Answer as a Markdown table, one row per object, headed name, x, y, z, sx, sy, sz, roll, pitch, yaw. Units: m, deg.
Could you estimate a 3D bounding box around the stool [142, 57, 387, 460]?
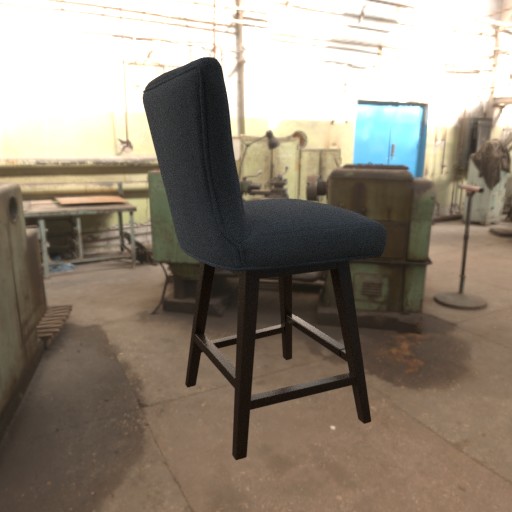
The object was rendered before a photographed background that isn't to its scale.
| name | x | y | z | sx | sy | sz | roll | pitch | yaw |
| --- | --- | --- | --- | --- | --- | --- | --- | --- | --- |
| stool | 0.000 | 0.000 | 1.335 | 0.574 | 1.000 | 0.514 | -7 | 15 | -26 |
